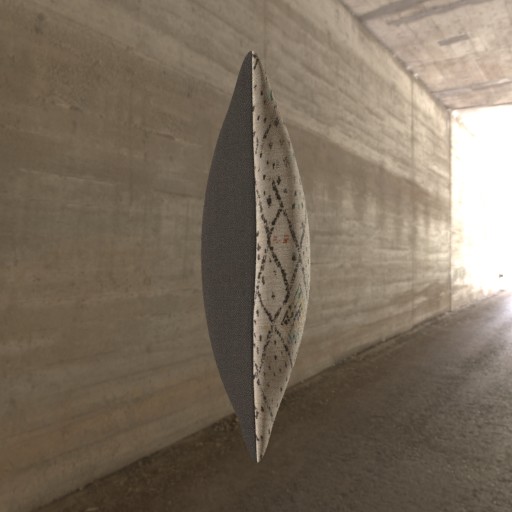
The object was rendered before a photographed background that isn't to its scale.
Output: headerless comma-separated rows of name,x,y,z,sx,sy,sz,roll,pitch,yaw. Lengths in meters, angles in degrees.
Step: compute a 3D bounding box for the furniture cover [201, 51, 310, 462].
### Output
furniture cover,0.000,0.000,0.780,0.180,0.498,0.525,0,0,0
